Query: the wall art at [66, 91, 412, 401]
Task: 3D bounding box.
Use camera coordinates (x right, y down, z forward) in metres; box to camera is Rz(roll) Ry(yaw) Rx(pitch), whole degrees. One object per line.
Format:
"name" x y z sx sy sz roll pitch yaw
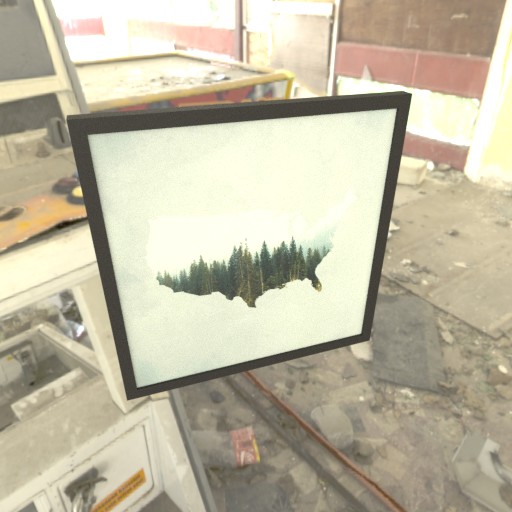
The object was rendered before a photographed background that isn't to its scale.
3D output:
"wall art" 0.000 0.000 1.146 0.763 0.763 0.038 -10 32 -16
